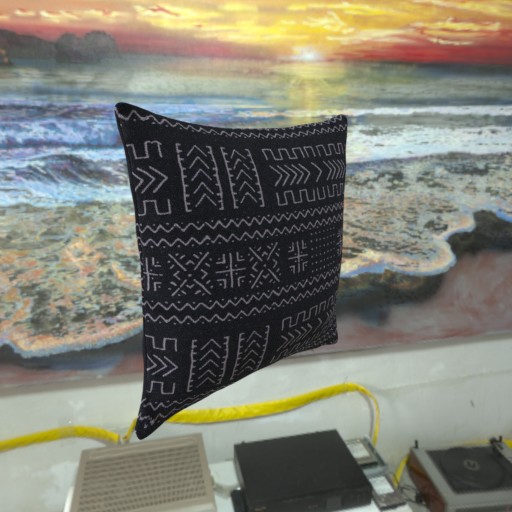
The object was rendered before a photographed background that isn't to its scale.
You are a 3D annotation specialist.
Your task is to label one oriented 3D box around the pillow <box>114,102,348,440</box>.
[{"bbox_3d":[0.000,0.000,0.676,0.438,0.430,0.164,-14,20,-42],"label":"pillow"}]
